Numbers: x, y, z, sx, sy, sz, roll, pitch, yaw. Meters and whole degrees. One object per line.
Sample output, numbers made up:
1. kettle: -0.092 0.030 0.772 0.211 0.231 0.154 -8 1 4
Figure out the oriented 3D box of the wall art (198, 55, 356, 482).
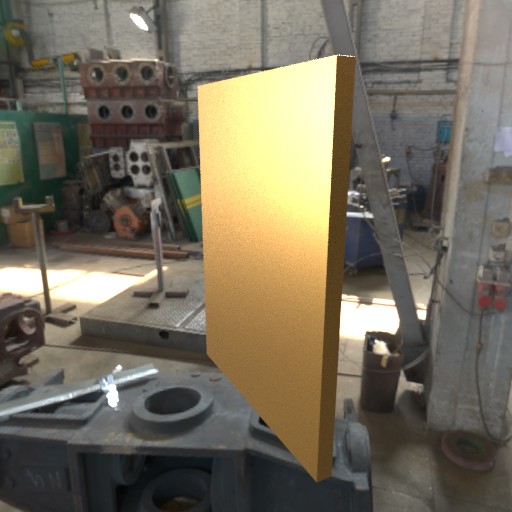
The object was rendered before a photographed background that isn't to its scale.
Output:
1. wall art: 0.000 0.000 1.068 0.038 0.812 0.610 -8 18 -27
